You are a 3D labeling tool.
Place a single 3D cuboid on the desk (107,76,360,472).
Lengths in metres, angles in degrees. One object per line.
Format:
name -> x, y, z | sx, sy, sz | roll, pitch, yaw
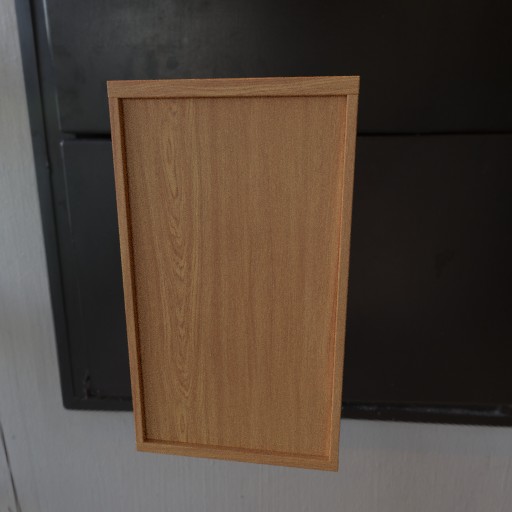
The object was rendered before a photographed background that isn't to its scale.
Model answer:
desk -> 0.000, 0.000, 1.074 | 0.404, 0.730, 0.600 | 2, 15, 8
